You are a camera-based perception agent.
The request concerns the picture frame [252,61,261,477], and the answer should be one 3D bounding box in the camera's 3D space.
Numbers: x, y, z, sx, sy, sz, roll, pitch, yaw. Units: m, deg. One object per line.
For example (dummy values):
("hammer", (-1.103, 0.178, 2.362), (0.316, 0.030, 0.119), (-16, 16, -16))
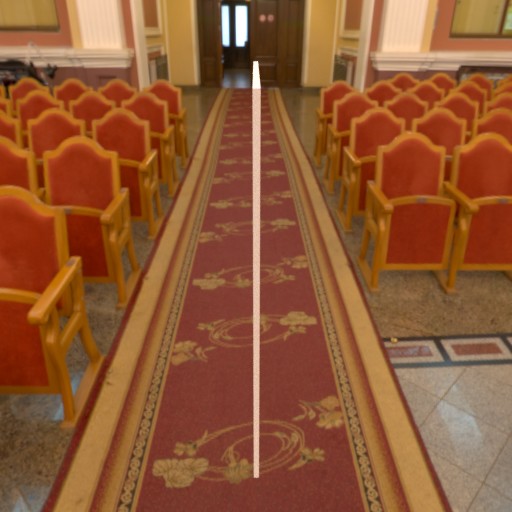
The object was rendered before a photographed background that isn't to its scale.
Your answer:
("picture frame", (0.000, 0.000, 1.216), (0.013, 0.940, 0.659), (0, 27, 0))
